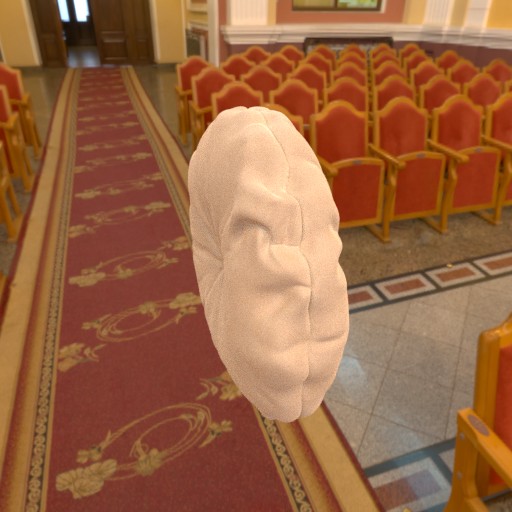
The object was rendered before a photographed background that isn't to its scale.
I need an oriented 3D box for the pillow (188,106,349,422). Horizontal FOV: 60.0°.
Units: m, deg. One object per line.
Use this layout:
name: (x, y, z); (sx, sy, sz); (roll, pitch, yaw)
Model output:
pillow: (0.000, 0.000, 0.638); (0.148, 0.407, 0.428); (-9, 31, -15)
